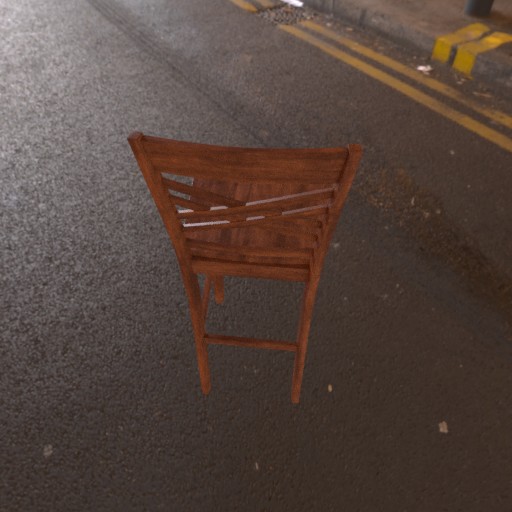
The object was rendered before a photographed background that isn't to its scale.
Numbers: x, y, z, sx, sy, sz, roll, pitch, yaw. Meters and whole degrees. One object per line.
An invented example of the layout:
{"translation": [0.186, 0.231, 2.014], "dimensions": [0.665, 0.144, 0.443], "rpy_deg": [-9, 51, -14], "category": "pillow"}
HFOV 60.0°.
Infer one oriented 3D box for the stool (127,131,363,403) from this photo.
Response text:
{"translation": [0.000, 0.000, 1.366], "dimensions": [0.433, 1.105, 0.487], "rpy_deg": [5, 48, 4], "category": "stool"}
